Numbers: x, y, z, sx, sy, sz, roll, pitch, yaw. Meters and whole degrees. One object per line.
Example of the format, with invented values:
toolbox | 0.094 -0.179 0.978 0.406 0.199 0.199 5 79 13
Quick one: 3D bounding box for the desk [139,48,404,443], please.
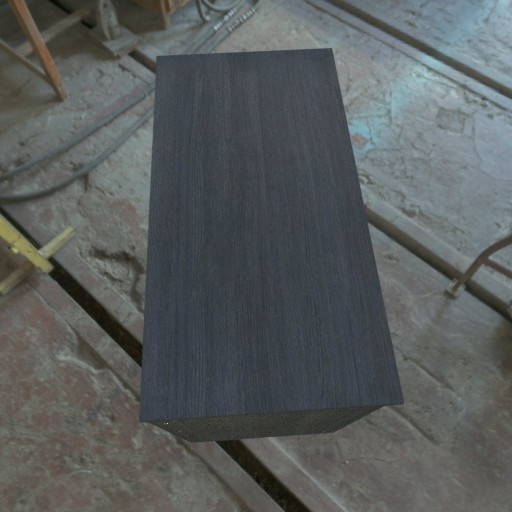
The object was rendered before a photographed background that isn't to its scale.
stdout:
desk | 0.000 0.000 1.499 0.560 0.730 1.096 -3 64 -2
